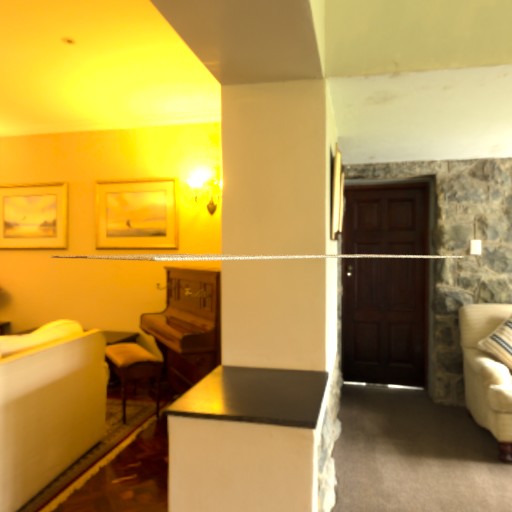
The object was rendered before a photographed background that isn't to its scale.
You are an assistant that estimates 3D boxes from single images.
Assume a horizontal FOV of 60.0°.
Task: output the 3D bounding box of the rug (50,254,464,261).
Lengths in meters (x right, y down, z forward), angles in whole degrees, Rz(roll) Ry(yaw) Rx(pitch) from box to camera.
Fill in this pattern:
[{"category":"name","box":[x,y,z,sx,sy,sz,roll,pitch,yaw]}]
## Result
[{"category":"rug","box":[0.000,0.000,4.293,3.202,0.045,2.434,0,0,-37]}]
